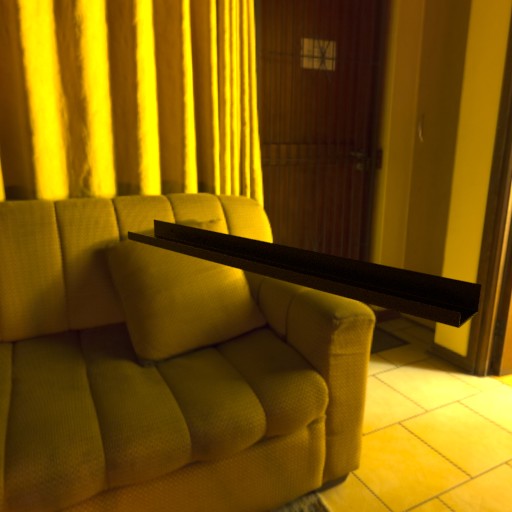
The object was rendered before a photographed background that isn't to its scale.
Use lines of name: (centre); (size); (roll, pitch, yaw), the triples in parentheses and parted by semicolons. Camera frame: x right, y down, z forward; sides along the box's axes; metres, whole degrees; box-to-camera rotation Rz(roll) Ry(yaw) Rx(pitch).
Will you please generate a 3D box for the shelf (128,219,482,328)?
shelf: (0.000, 0.000, 1.003); (0.924, 0.049, 0.092); (13, 19, 41)
